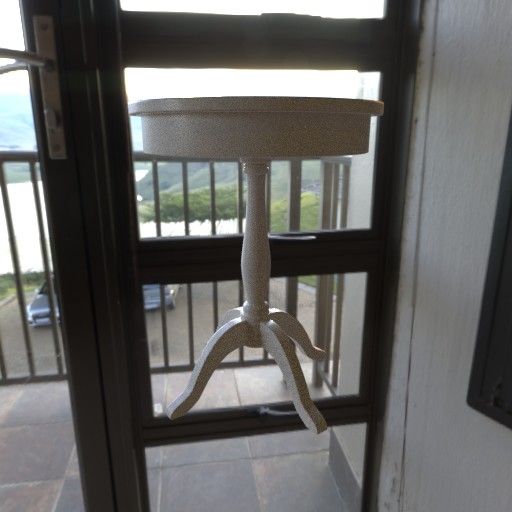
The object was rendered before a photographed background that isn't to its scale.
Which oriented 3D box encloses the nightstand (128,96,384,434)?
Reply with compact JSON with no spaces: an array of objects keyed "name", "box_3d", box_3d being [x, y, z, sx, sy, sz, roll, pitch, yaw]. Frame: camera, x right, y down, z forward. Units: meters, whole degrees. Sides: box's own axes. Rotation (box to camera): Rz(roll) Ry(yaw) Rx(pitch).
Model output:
[{"name":"nightstand","box_3d":[0.000,0.000,1.009,0.513,0.653,0.513,-8,18,-26]}]
